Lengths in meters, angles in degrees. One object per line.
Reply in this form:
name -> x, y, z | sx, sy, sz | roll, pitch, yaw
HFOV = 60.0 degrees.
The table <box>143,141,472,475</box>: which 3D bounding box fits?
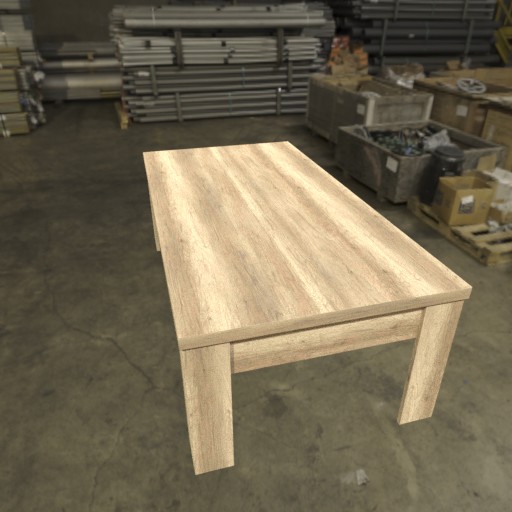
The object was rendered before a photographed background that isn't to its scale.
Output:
table -> 0.000, 0.000, 1.657 | 0.700, 0.460, 1.350 | -8, 30, -13
